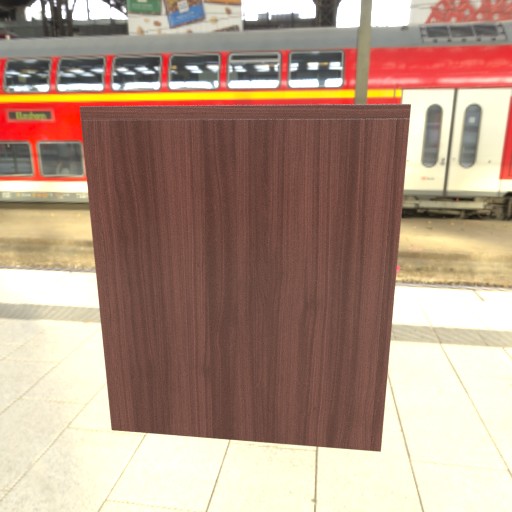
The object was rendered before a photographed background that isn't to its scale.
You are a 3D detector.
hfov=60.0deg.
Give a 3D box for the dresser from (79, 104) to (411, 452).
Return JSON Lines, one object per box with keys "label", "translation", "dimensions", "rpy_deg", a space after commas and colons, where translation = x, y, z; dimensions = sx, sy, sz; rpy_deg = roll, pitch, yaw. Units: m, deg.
{"label": "dresser", "translation": [0.000, 0.000, 0.763], "dimensions": [0.400, 0.470, 0.360], "rpy_deg": [2, 15, 7]}
